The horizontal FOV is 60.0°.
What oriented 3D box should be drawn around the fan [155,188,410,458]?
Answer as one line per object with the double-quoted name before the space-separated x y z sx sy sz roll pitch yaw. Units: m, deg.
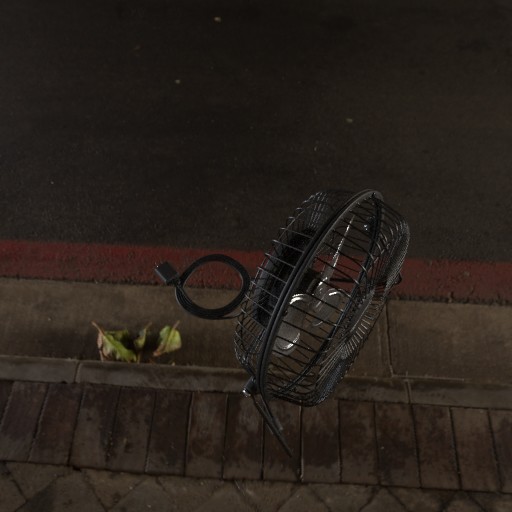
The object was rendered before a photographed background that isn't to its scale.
"fan" 0.000 0.000 0.380 0.227 0.188 0.209 31 63 18
